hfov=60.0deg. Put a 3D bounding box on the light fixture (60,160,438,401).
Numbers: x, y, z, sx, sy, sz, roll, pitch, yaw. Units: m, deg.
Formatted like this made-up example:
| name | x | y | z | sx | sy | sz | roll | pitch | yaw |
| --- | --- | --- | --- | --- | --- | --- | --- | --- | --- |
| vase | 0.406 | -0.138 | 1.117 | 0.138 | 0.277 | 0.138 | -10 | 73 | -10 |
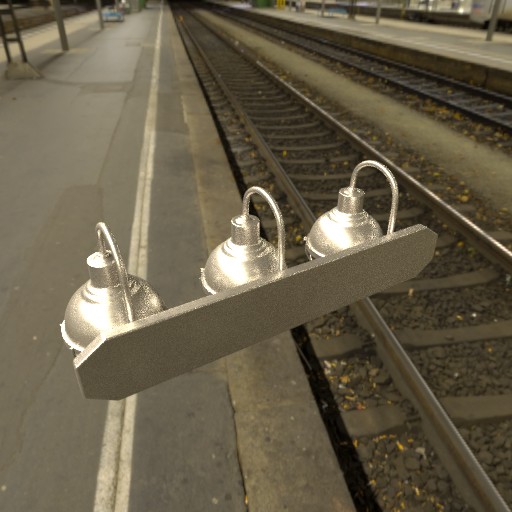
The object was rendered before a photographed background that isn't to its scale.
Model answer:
| name | x | y | z | sx | sy | sz | roll | pitch | yaw |
| --- | --- | --- | --- | --- | --- | --- | --- | --- | --- |
| light fixture | 0.000 | 0.000 | 0.744 | 0.634 | 0.254 | 0.229 | -17 | 35 | -27 |
